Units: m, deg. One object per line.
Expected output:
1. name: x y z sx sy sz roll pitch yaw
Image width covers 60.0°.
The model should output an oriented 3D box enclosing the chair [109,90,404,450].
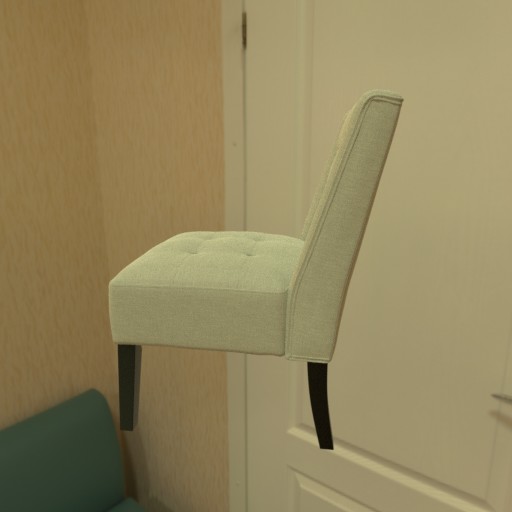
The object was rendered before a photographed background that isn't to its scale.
1. chair: 0.000 0.000 1.289 0.676 0.853 0.569 2 14 8
